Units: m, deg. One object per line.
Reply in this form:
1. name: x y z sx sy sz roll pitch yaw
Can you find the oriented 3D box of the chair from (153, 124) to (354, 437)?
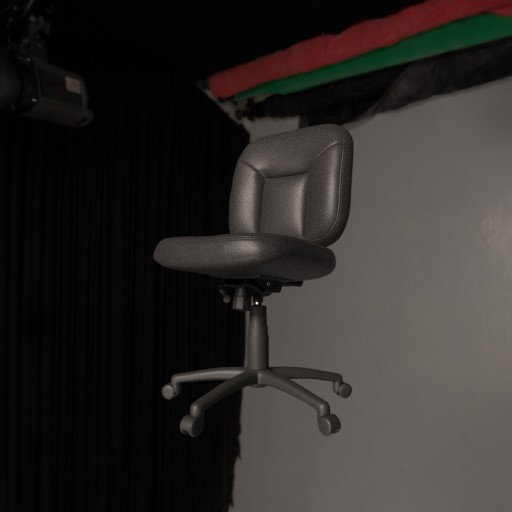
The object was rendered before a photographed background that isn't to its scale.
1. chair: 0.000 0.000 1.426 0.647 0.959 0.646 -1 -2 35
